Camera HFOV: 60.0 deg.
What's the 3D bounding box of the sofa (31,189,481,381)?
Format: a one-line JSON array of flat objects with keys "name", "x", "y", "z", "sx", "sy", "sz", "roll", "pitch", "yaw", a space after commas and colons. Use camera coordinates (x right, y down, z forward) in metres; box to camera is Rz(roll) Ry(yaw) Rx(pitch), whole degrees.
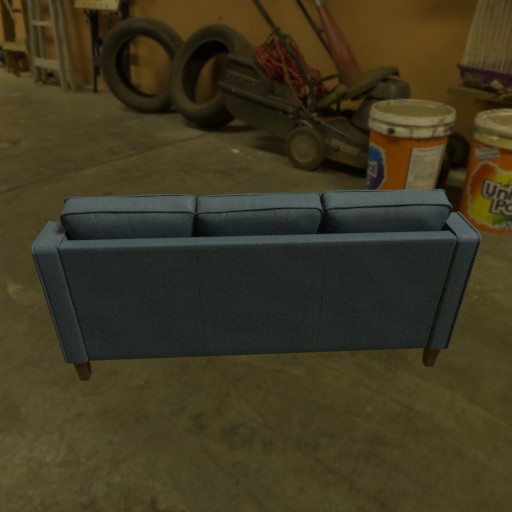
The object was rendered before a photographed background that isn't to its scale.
[{"name": "sofa", "x": 0.000, "y": 0.000, "z": 2.497, "sx": 1.986, "sy": 0.974, "sz": 0.911, "roll": -2, "pitch": 31, "yaw": -3}]
